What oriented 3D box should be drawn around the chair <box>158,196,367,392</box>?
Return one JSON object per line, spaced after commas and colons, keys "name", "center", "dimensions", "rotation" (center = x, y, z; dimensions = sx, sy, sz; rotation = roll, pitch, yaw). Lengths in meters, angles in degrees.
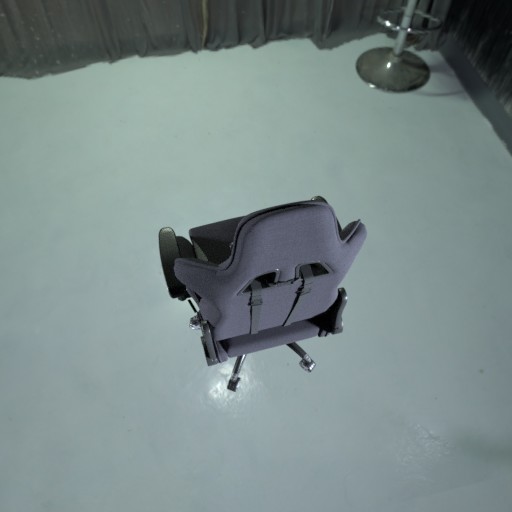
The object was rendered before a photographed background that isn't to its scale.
{"name": "chair", "center": [0.000, 0.000, 1.751], "dimensions": [0.730, 1.300, 0.695], "rotation": [-13, 58, -8]}
